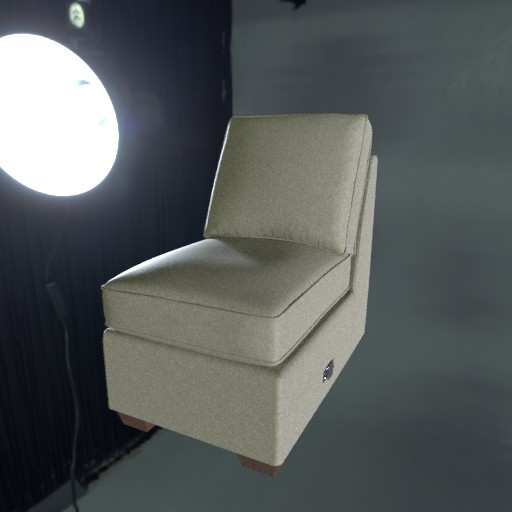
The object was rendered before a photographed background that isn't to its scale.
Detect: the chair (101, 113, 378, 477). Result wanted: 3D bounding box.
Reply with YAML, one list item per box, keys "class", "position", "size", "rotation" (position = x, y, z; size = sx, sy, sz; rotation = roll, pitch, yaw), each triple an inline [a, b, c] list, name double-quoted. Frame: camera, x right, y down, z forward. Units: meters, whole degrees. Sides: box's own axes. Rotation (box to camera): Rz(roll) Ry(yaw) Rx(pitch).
- class: "chair"
  position: [0.000, 0.000, 1.683]
  size: [0.674, 1.058, 1.020]
  rotation: [7, 17, 26]
